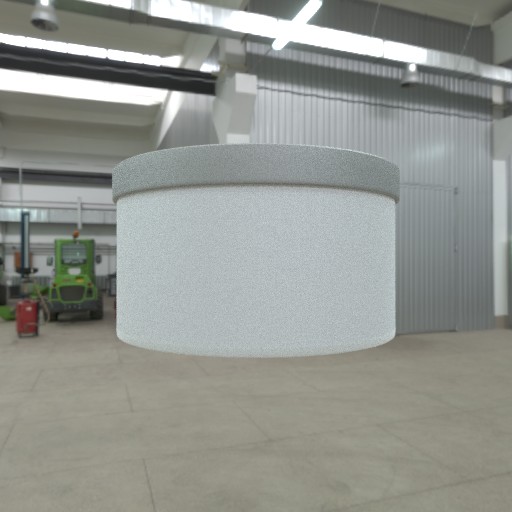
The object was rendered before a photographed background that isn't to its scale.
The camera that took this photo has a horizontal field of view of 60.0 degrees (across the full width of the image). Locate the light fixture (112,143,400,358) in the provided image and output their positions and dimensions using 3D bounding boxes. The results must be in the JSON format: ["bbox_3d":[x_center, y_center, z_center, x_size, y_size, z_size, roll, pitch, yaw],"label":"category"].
[{"bbox_3d":[0.000,0.000,0.637,0.393,0.229,0.393,0,0,0],"label":"light fixture"}]
